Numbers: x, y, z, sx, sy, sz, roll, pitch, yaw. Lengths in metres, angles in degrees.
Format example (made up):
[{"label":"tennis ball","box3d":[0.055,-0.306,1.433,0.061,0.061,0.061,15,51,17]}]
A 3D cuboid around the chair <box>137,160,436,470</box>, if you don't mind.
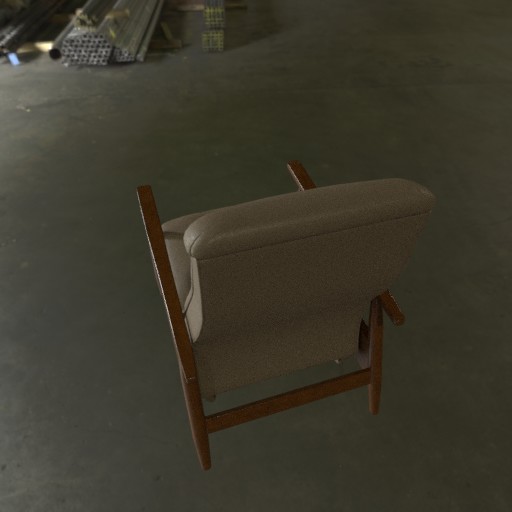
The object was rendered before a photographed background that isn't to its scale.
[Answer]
[{"label":"chair","box3d":[0.000,0.000,1.708,0.762,1.082,1.014,-12,42,-14]}]
